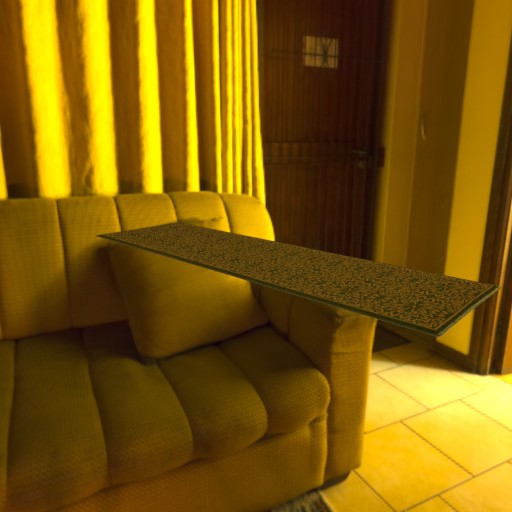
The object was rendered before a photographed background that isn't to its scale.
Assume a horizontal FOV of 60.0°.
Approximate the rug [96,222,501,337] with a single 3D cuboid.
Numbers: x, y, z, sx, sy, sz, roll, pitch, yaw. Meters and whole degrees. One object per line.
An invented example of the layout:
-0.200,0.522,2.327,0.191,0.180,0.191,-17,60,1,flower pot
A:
0.000,0.000,2.347,2.196,0.011,0.662,13,20,41,rug
